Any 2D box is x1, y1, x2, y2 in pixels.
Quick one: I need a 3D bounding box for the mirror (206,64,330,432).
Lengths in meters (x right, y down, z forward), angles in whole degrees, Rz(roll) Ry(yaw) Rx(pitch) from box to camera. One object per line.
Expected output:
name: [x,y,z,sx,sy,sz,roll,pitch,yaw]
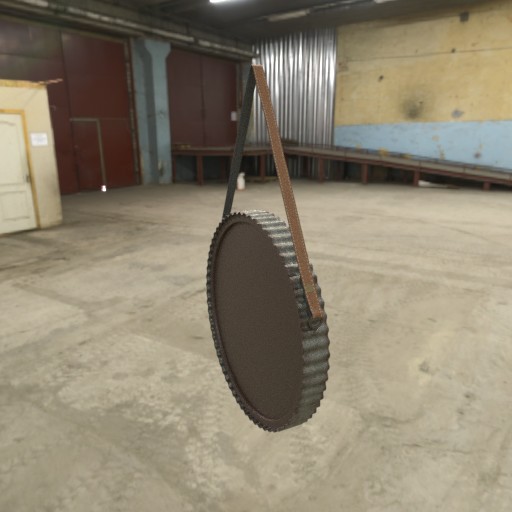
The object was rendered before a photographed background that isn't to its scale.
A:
mirror: [0.000,0.000,0.707,0.042,0.568,0.355,-7,16,-26]
